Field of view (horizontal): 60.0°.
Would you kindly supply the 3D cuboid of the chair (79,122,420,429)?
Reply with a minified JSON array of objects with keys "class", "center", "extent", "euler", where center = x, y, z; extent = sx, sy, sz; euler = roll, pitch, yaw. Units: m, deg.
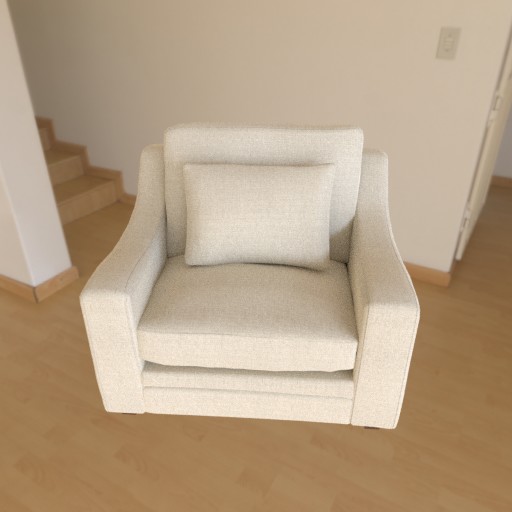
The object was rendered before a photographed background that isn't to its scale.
[{"class":"chair","center":[0.000,0.000,1.928],"extent":[1.178,1.016,1.009],"euler":[2,30,4]}]
